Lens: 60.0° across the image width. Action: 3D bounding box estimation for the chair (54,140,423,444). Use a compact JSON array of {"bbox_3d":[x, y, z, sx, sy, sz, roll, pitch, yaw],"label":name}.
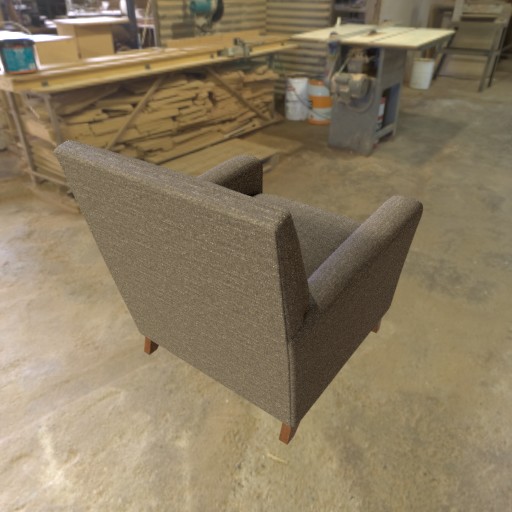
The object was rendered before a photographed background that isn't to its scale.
[{"bbox_3d":[0.000,0.000,1.564,0.838,0.885,0.875,22,38,31],"label":"chair"}]
